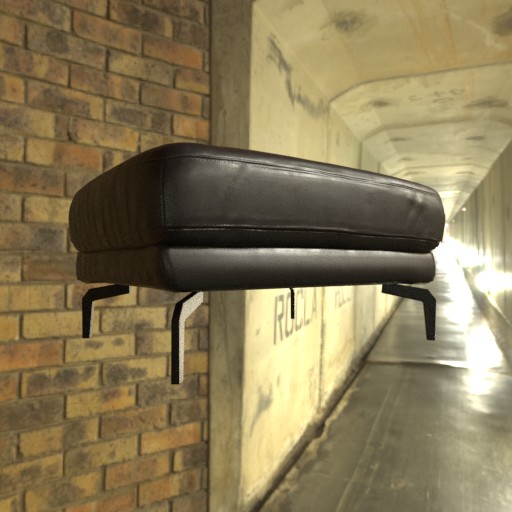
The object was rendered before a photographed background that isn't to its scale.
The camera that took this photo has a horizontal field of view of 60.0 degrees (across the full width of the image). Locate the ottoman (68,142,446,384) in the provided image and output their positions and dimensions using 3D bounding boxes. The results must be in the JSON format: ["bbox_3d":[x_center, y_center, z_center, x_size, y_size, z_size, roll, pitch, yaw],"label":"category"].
[{"bbox_3d":[0.000,0.000,1.075,0.764,0.402,0.570,1,-1,-35],"label":"ottoman"}]
